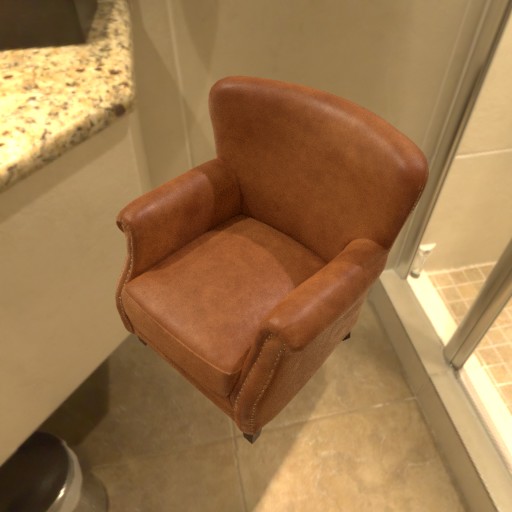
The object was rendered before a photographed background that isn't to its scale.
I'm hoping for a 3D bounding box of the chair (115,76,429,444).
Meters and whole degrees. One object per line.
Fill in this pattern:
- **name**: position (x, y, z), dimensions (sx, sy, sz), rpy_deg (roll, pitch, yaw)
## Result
- **chair**: position (0.000, 0.000, 1.642), dimensions (0.861, 0.936, 0.921), rpy_deg (33, 55, 26)
